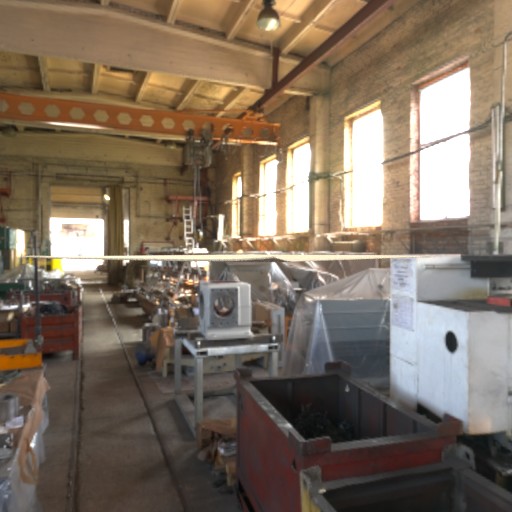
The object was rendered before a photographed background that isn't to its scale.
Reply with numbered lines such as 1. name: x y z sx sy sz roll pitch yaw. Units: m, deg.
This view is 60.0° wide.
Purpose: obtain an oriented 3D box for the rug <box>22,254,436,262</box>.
1. rug: 0.000 0.000 3.841 2.277 0.035 2.897 0 1 36
